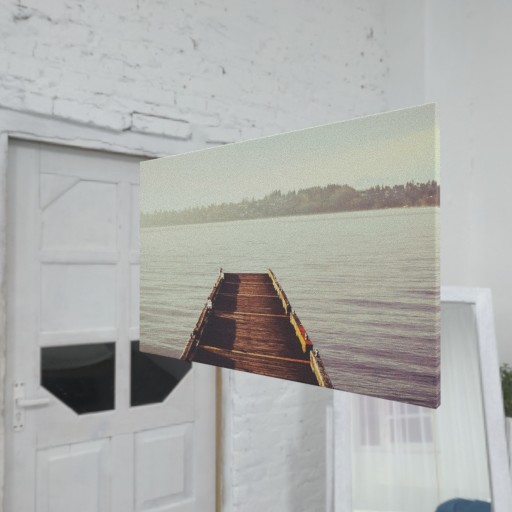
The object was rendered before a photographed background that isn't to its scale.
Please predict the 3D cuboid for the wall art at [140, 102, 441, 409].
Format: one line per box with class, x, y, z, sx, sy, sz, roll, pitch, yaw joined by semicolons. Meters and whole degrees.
wall art;0.000;0.000;1.461;1.149;0.765;0.040;0;0;37
